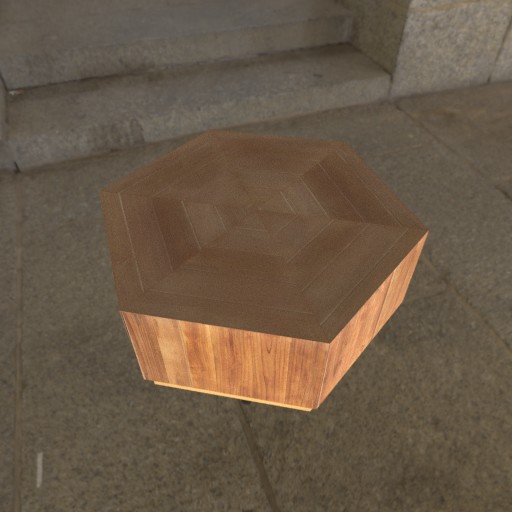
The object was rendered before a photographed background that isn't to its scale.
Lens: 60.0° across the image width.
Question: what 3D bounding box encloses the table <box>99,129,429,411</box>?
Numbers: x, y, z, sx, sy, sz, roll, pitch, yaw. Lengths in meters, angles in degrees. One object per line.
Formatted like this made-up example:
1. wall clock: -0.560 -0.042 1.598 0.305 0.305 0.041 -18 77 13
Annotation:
1. table: 0.000 0.000 1.690 1.000 0.456 1.154 31 53 27
